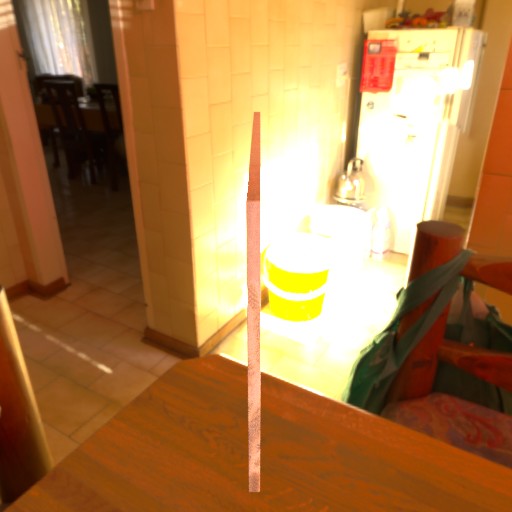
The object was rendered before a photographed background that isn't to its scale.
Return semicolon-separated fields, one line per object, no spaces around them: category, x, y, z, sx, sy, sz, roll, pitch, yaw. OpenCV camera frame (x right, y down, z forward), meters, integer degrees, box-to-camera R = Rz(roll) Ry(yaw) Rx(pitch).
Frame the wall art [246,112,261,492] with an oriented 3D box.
wall art;0.000;0.000;1.943;0.038;1.012;1.525;0;25;0
